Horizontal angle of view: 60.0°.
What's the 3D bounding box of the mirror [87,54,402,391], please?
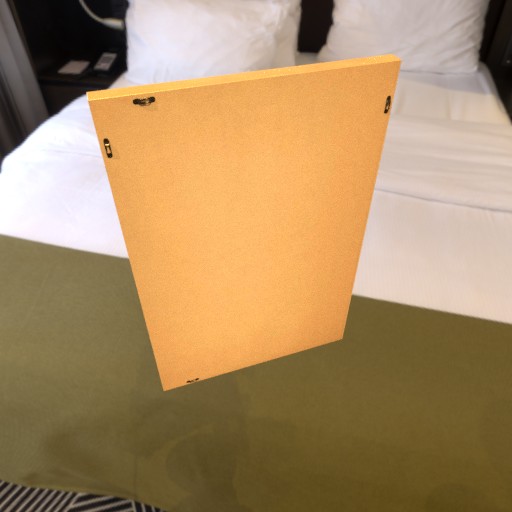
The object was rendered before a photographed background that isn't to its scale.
[{"bbox_3d":[0.000,0.000,1.137,0.609,0.915,0.041,-13,44,-14],"label":"mirror"}]
